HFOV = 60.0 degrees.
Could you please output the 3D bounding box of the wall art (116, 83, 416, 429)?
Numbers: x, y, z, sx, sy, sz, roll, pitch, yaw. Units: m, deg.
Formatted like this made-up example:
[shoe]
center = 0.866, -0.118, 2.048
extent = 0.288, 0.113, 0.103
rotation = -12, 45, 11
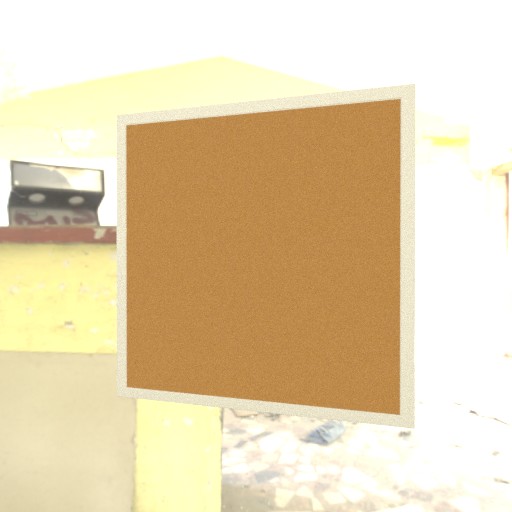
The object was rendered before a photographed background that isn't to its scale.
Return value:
[wall art]
center = 0.000, 0.000, 0.453
extent = 0.305, 0.305, 0.037
rotation = 0, 0, 17
